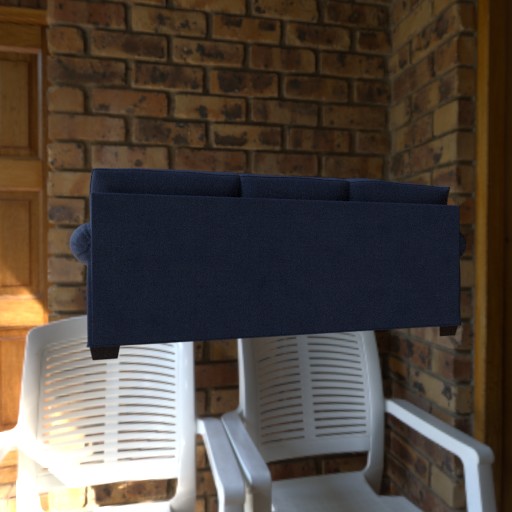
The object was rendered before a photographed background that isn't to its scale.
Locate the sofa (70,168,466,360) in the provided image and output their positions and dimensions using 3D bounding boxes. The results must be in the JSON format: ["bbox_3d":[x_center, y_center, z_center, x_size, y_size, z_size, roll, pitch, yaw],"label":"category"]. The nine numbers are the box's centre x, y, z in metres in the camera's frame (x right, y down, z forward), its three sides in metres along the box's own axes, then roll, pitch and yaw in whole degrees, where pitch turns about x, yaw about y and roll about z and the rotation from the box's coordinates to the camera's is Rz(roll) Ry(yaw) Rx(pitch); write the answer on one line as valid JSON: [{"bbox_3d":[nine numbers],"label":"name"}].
[{"bbox_3d":[0.000,0.000,3.480,2.567,1.063,1.780,0,1,-17],"label":"sofa"}]
